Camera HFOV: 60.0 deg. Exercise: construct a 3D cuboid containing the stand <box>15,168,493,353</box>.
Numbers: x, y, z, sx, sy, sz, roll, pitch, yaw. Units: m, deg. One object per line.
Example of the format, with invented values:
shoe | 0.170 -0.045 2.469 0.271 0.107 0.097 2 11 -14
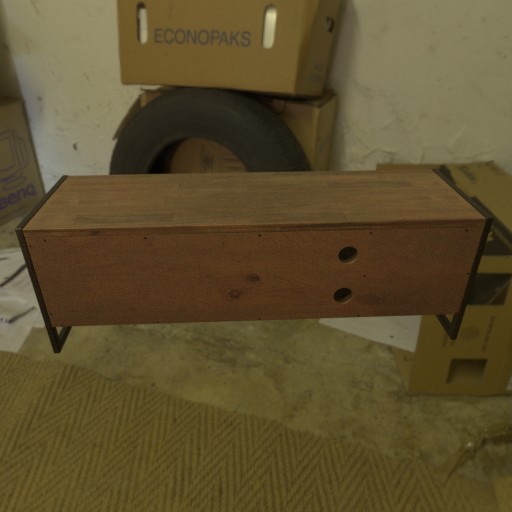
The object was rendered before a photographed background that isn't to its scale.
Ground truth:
stand | 0.000 0.000 1.690 1.480 0.506 0.454 -1 31 -2
